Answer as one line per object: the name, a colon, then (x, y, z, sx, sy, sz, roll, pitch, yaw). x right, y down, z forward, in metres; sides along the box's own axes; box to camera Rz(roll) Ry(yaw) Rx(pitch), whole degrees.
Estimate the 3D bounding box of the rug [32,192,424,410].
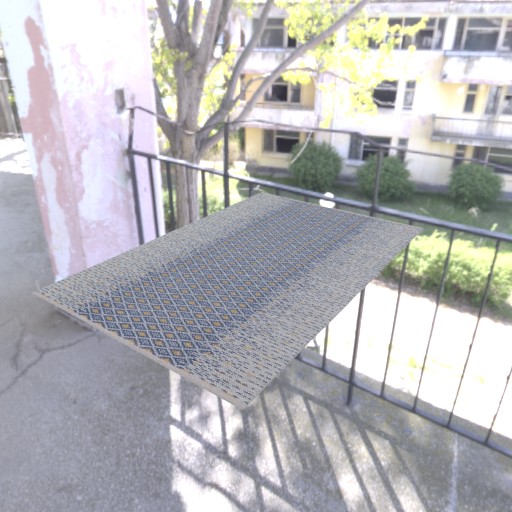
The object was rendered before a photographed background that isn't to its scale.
rug: (0.000, 0.000, 2.375, 1.219, 0.005, 1.828, 18, 31, 32)
